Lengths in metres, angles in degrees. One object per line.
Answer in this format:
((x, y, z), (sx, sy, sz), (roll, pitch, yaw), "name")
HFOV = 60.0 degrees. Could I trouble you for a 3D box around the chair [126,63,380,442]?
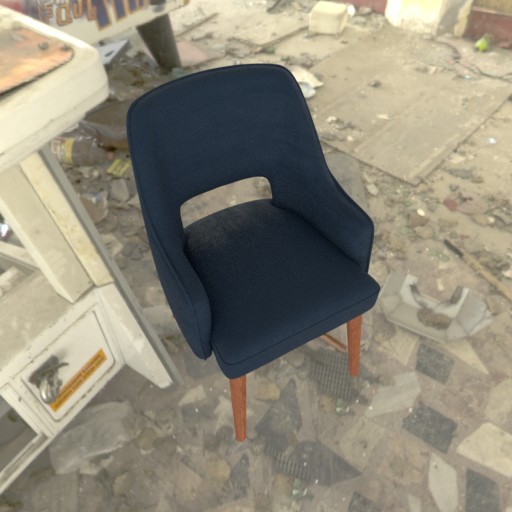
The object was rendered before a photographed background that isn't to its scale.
((0.000, 0.000, 1.251), (0.559, 0.844, 0.591), (-23, 51, -20), "chair")
